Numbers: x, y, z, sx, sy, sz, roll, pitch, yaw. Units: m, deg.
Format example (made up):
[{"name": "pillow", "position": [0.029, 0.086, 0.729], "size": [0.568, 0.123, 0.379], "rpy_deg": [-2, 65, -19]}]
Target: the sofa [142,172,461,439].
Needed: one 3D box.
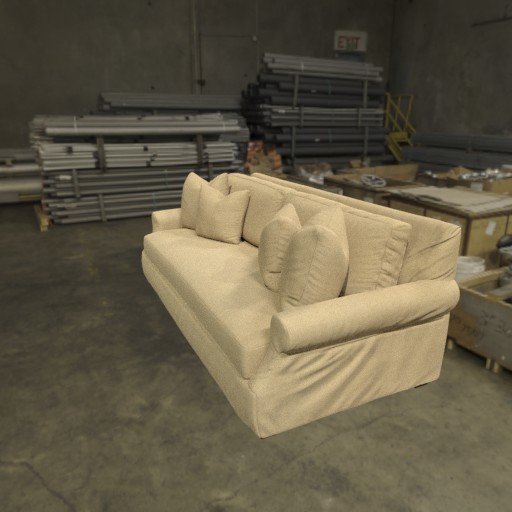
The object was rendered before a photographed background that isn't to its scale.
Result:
[{"name": "sofa", "position": [0.000, 0.000, 2.814], "size": [1.067, 0.904, 2.285], "rpy_deg": [-8, 19, -24]}]
